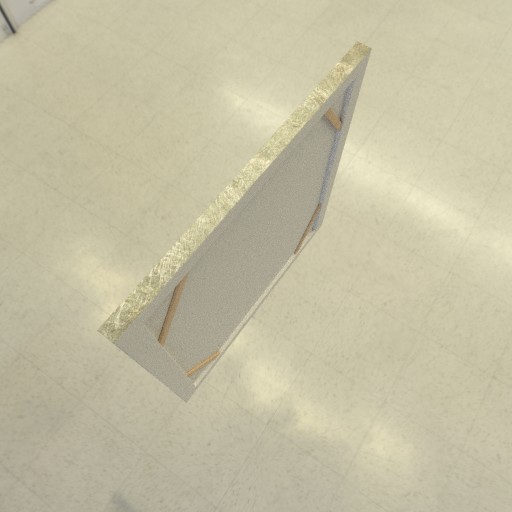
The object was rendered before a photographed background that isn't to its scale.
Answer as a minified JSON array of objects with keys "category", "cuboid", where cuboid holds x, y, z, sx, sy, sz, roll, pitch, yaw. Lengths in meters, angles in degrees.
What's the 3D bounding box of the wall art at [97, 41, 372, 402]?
[{"category":"wall art","cuboid":[0.000,0.000,1.630,0.051,1.091,1.092,34,70,14]}]
